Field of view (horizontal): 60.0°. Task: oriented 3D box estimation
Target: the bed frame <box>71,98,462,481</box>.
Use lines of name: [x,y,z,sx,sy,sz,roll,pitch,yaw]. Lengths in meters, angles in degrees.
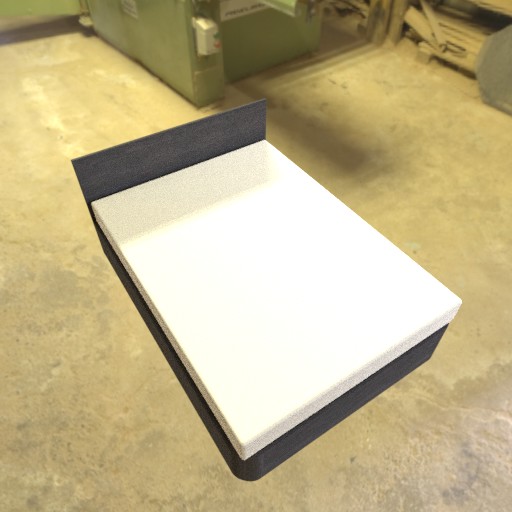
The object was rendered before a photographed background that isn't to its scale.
bed frame: [0.000,0.000,2.650,1.400,0.800,1.900,-25,52,-22]
